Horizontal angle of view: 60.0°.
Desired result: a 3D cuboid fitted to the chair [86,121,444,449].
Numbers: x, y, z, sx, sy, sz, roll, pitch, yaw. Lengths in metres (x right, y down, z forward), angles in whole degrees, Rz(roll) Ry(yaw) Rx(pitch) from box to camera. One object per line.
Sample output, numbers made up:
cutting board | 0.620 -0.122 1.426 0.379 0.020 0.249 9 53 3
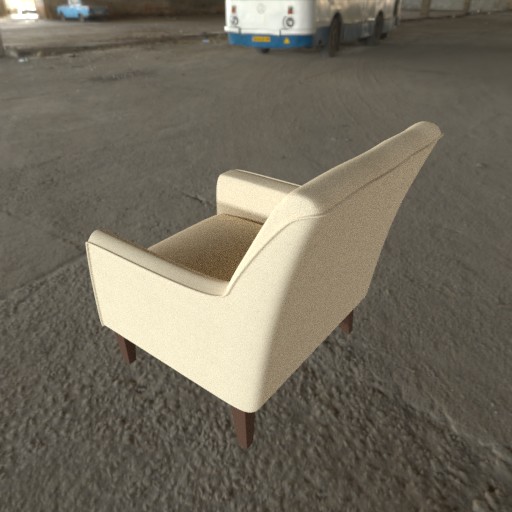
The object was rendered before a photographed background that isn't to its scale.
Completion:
chair | 0.000 0.000 1.564 0.899 0.919 0.780 21 37 32
